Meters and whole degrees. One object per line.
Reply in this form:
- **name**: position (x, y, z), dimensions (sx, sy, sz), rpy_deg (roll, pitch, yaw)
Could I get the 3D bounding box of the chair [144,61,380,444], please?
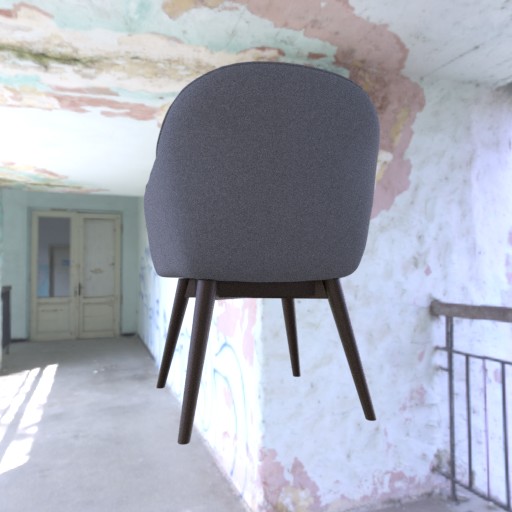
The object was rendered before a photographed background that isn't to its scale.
- **chair**: position (0.000, 0.000, 1.226), dimensions (0.589, 0.810, 0.611), rpy_deg (0, -2, -18)
